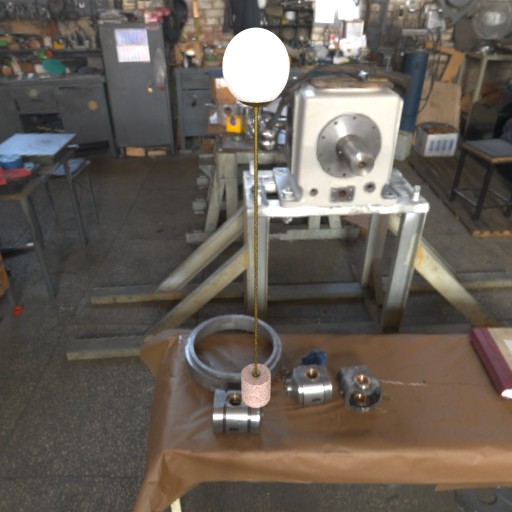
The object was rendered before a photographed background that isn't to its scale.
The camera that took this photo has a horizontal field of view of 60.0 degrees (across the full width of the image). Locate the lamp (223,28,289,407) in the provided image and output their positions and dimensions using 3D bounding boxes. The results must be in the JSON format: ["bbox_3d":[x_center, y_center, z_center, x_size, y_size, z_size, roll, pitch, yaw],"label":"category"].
[{"bbox_3d":[0.000,0.000,1.906,0.229,1.748,0.229,-20,37,-29],"label":"lamp"}]
